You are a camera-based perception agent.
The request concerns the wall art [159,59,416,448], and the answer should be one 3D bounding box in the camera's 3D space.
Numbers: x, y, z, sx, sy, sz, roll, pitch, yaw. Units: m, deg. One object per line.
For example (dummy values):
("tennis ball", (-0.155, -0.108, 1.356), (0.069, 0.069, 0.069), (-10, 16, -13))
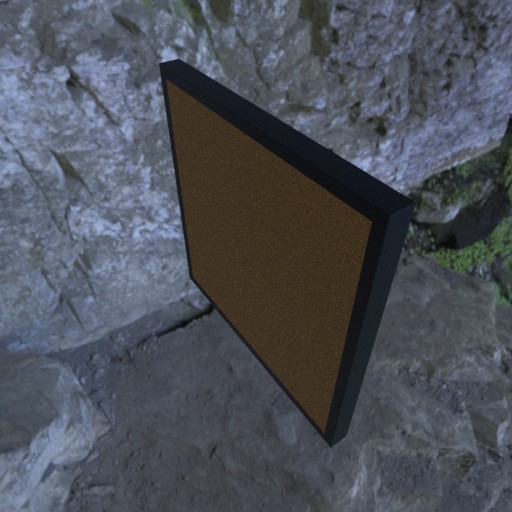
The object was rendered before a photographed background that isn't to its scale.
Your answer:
("wall art", (0.000, 0.000, 0.763), (0.038, 0.508, 0.508), (-25, 48, -25))
